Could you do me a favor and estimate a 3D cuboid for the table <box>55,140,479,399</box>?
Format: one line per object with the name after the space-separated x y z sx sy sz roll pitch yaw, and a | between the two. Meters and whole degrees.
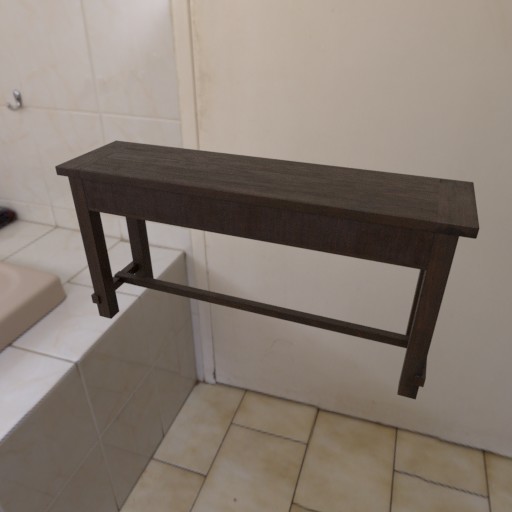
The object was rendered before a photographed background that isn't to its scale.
0.000 0.000 1.939 1.599 0.762 0.442 11 32 18 | table
